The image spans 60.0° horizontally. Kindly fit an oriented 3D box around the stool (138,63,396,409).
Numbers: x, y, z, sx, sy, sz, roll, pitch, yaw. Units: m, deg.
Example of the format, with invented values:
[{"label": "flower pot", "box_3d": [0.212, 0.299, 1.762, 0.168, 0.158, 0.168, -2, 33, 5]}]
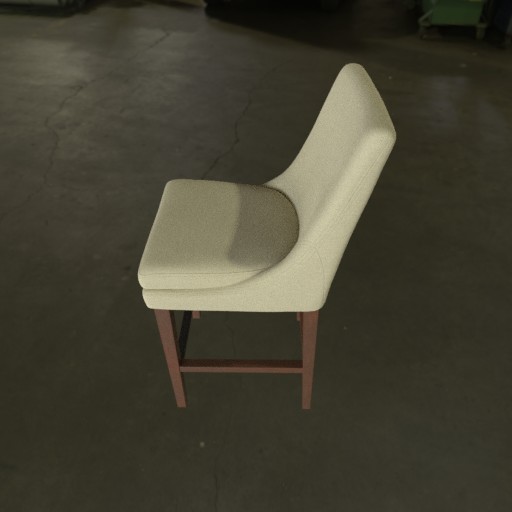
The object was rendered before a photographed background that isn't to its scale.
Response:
[{"label": "stool", "box_3d": [0.000, 0.000, 1.310, 0.577, 0.981, 0.470, 1, 41, 1]}]
